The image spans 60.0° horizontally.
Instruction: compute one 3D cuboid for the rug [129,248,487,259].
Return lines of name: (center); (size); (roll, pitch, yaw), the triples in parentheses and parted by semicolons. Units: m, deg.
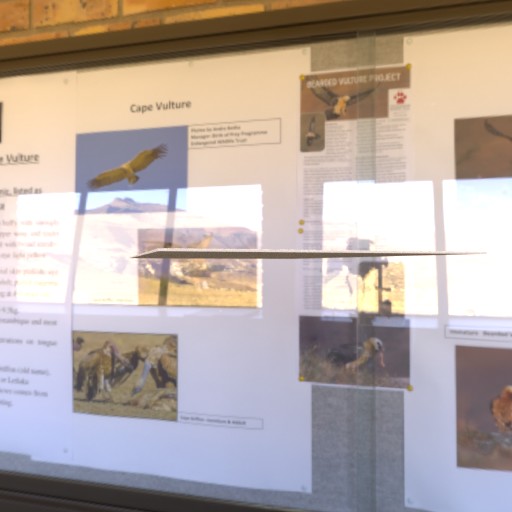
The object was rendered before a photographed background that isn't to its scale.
rug: (0.000, 0.000, 2.217); (1.143, 0.008, 1.753); (0, -1, -18)
